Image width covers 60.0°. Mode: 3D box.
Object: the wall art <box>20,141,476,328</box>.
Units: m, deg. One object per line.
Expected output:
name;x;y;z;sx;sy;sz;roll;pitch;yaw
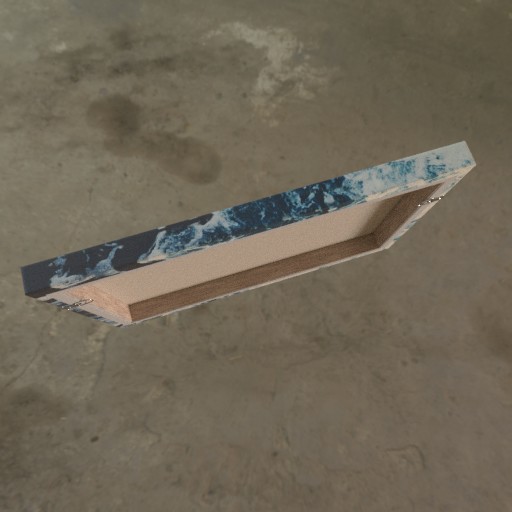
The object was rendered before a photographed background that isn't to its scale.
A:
wall art;0.000;0.000;0.771;0.609;0.407;0.043;-16;76;-4
